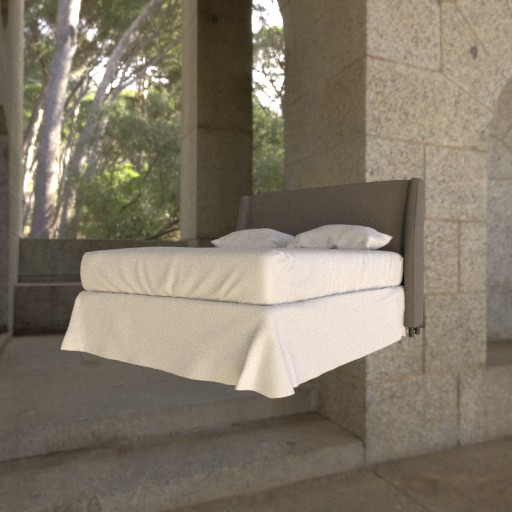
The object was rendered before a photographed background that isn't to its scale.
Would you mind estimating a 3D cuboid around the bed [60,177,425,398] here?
[{"bbox_3d":[0.000,0.000,3.438,1.925,1.332,2.276,0,0,37],"label":"bed"}]
